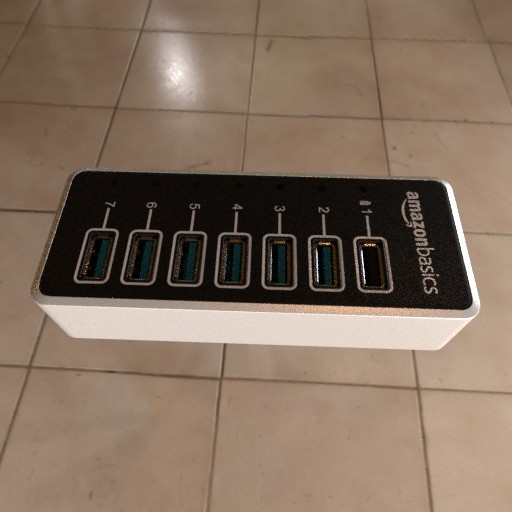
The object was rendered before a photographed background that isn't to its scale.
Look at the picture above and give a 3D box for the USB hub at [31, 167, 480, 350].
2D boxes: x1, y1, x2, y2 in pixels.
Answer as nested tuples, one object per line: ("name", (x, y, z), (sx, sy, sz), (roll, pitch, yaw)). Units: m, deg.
("USB hub", (0.000, 0.000, 0.126), (0.110, 0.023, 0.044), (2, 59, 1))
